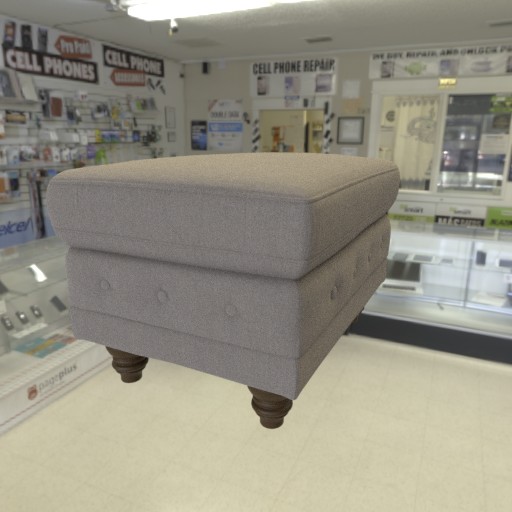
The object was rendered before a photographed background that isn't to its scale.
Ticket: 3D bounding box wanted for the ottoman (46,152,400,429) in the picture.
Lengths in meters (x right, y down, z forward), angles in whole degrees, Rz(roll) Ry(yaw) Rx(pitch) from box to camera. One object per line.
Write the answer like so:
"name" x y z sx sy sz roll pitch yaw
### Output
"ottoman" 0.000 0.000 1.118 0.569 0.500 0.771 8 17 26
